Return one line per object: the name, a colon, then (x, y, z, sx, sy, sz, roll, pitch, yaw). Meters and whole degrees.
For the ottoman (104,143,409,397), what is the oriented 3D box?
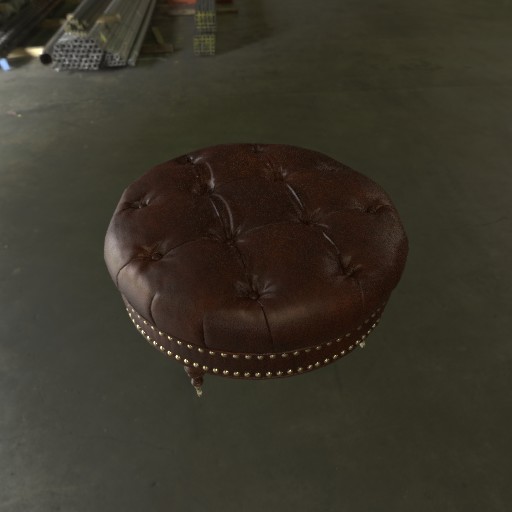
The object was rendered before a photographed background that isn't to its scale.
ottoman: (0.000, 0.000, 1.417, 0.901, 0.455, 0.901, 0, 40, 0)
